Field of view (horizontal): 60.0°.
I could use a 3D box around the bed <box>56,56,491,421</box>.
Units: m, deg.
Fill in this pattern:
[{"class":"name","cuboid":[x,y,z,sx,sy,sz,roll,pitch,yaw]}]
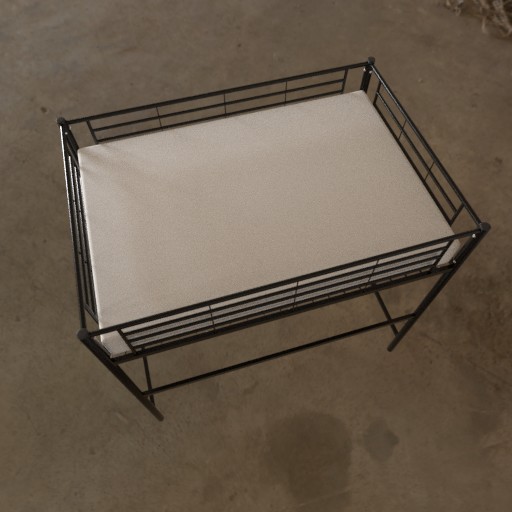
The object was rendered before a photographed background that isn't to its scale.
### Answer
[{"class":"bed","cuboid":[0.000,0.000,3.121,1.994,1.803,1.397,-14,60,-8]}]
